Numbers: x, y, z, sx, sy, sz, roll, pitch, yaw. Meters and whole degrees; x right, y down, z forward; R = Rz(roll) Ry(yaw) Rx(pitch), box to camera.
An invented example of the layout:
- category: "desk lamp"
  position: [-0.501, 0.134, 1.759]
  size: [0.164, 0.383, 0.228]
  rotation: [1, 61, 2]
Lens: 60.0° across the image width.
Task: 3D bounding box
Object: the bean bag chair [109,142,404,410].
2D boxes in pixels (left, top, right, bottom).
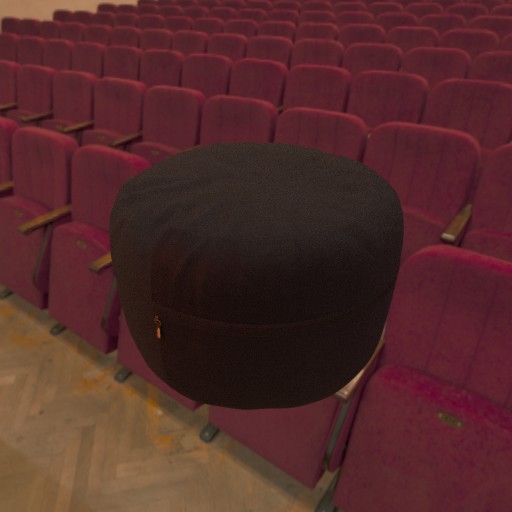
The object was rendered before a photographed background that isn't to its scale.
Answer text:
- category: "bean bag chair"
  position: [0.000, 0.000, 1.978]
  size: [1.219, 0.762, 1.219]
  rotation: [0, 32, 0]
